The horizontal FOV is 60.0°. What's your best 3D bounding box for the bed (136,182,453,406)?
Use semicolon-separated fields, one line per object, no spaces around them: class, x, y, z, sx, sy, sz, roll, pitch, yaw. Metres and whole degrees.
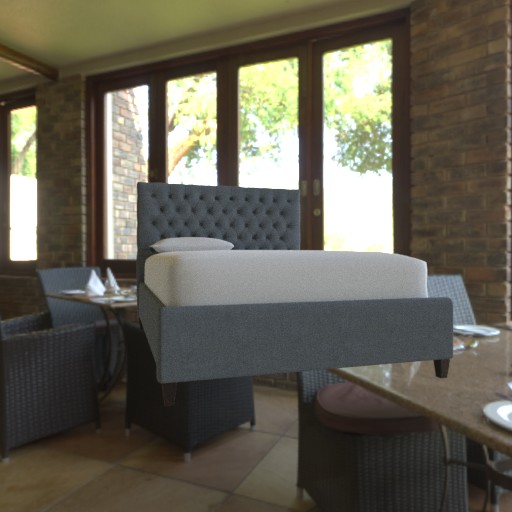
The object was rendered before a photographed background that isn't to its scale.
bed;0.000;0.000;3.426;1.698;1.411;2.335;0;0;-17
